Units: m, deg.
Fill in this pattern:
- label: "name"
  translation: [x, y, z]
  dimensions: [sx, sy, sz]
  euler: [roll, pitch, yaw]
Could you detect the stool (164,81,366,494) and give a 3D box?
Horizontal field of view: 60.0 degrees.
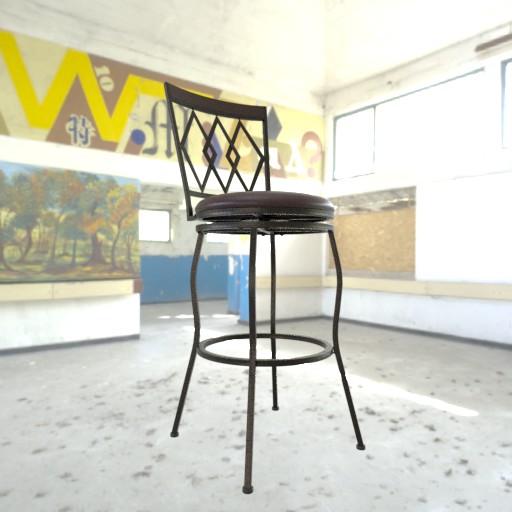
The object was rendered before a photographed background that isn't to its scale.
- label: "stool"
  translation: [0.000, 0.000, 1.385]
  dimensions: [0.432, 1.134, 0.521]
  euler: [0, 0, -36]
